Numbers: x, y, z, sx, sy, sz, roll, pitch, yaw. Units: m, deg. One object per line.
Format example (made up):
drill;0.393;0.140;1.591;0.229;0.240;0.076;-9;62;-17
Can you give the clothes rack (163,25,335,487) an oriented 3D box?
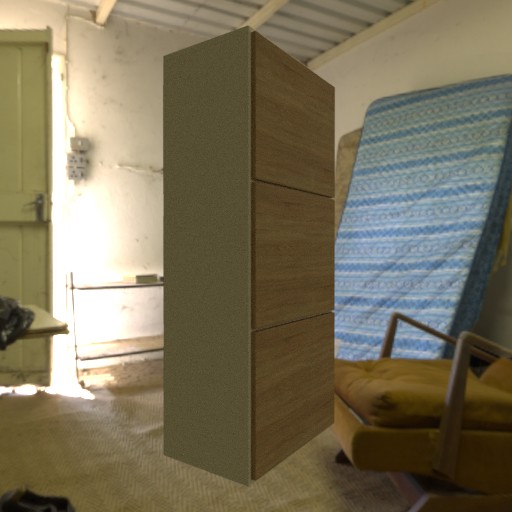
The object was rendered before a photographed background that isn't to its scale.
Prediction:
clothes rack;0.000;0.000;1.430;0.331;1.187;0.500;0;1;35
